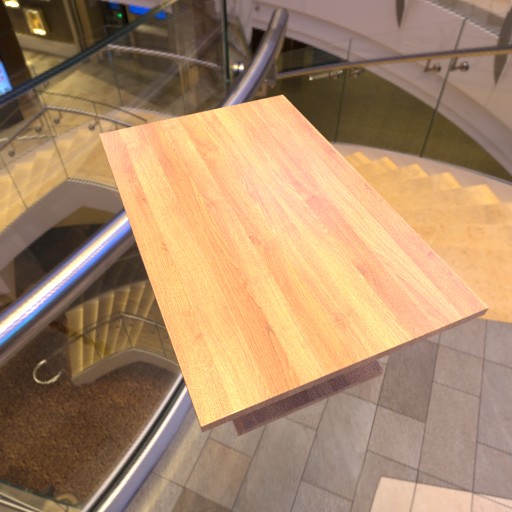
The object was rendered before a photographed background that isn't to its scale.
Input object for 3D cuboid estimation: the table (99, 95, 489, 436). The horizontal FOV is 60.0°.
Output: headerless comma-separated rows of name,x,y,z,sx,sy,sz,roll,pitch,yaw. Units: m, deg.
table,0.000,0.000,1.434,0.700,0.442,1.100,-18,50,-16
